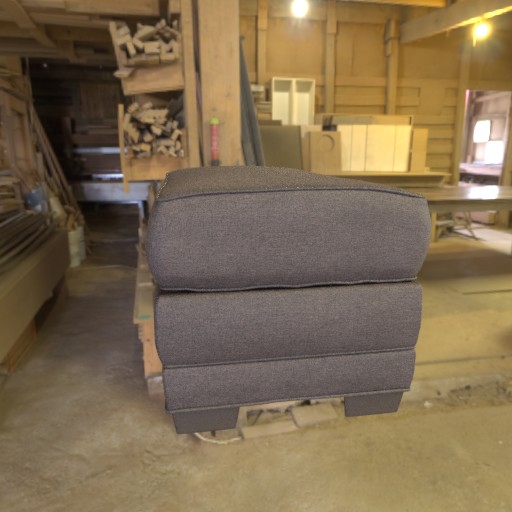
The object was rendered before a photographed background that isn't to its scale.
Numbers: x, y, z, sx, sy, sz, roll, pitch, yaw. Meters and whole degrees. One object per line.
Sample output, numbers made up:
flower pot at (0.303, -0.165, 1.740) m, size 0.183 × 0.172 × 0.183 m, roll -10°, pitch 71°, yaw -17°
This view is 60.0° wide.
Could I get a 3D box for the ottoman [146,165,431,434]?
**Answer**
ottoman at (0.000, 0.000, 1.146) m, size 0.490 × 0.448 × 0.864 m, roll -2°, pitch 14°, yaw -9°
